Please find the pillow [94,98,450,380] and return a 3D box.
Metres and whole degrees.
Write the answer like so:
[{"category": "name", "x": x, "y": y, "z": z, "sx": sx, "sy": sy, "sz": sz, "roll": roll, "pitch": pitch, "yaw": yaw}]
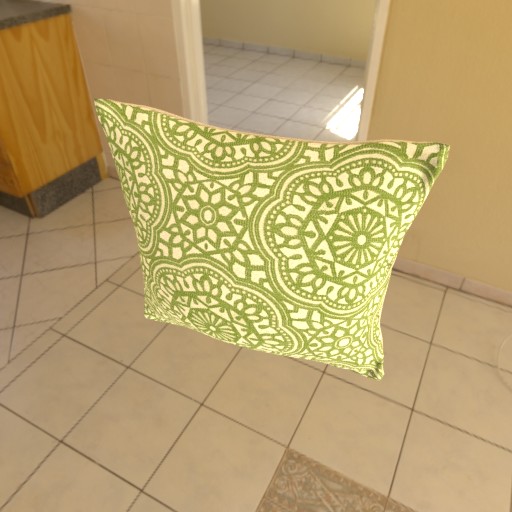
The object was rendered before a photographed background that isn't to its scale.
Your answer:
[{"category": "pillow", "x": 0.000, "y": 0.000, "z": 0.649, "sx": 0.440, "sy": 0.419, "sz": 0.162, "roll": 12, "pitch": 42, "yaw": 14}]
